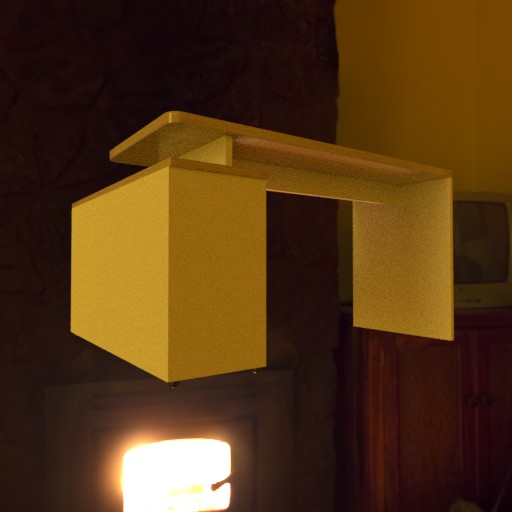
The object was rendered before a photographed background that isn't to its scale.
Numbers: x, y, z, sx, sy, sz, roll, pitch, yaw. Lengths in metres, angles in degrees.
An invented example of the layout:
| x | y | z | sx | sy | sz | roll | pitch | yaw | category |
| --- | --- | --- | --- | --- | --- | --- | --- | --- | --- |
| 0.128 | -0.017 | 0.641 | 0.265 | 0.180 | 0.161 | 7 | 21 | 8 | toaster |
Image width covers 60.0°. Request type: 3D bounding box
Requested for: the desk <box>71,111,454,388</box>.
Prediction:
| x | y | z | sx | sy | sz | roll | pitch | yaw | category |
| --- | --- | --- | --- | --- | --- | --- | --- | --- | --- |
| 0.000 | 0.000 | 2.090 | 1.400 | 0.770 | 1.175 | 1 | -1 | -35 | desk |
